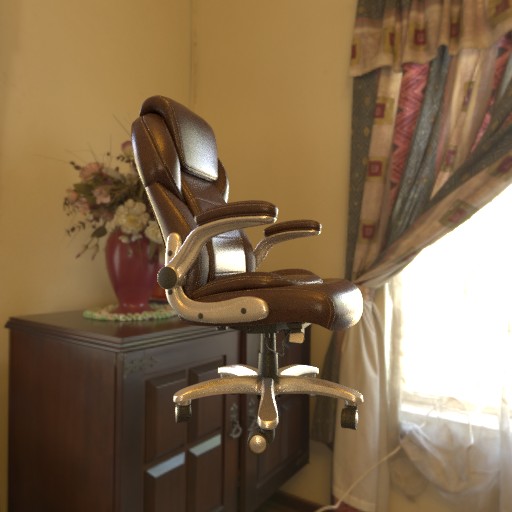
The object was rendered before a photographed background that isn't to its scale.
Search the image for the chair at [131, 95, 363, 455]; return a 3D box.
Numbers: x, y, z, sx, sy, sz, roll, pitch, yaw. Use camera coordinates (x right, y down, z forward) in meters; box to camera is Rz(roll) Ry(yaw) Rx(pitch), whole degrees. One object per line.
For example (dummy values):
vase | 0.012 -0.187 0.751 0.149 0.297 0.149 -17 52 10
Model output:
chair | 0.000 0.000 1.639 0.774 1.160 0.733 0 0 19
